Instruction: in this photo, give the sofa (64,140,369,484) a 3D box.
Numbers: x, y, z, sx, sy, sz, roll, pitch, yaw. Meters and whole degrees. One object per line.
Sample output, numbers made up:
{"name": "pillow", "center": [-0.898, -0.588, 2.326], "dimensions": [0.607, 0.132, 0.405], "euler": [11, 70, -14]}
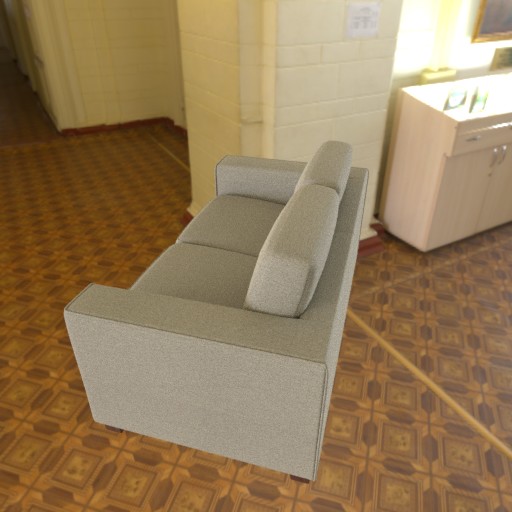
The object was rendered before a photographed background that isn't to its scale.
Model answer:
{"name": "sofa", "center": [0.000, 0.000, 2.358], "dimensions": [1.007, 0.924, 1.812], "euler": [9, 33, 14]}
